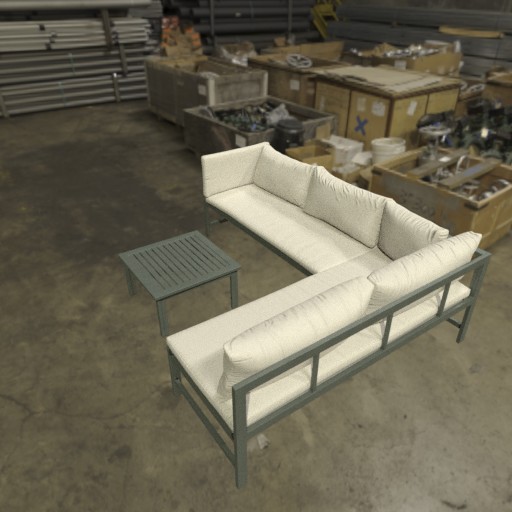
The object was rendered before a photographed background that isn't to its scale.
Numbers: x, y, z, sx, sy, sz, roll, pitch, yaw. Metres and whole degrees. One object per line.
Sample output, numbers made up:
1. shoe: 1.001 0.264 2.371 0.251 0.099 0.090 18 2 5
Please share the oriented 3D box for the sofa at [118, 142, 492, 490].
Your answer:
1. sofa: 0.000 0.000 2.863 1.658 0.758 2.096 -20 37 -29
